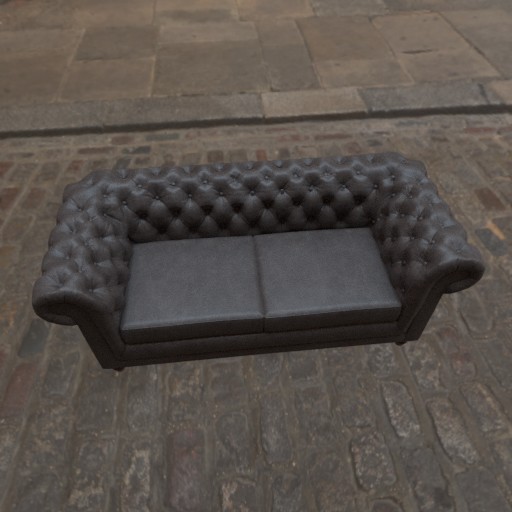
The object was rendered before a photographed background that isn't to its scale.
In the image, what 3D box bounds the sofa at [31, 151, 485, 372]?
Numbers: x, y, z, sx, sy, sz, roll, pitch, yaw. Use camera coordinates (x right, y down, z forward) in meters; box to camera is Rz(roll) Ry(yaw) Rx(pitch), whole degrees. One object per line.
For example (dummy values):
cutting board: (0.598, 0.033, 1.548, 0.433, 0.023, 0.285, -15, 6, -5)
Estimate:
sofa: (0.000, 0.000, 2.473, 2.048, 0.779, 0.944, -4, 47, -4)
